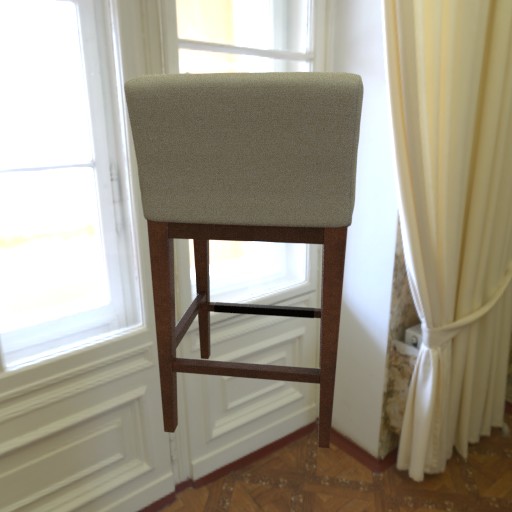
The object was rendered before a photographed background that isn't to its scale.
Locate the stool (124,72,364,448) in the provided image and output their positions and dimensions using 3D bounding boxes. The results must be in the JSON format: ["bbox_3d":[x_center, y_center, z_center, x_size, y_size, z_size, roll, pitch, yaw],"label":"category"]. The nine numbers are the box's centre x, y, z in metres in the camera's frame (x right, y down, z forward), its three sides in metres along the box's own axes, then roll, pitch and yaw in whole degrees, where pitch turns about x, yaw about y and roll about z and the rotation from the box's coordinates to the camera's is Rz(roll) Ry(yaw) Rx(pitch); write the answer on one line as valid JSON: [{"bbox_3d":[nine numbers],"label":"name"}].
[{"bbox_3d":[0.000,0.000,1.263,0.511,0.937,0.500,2,18,8],"label":"stool"}]
